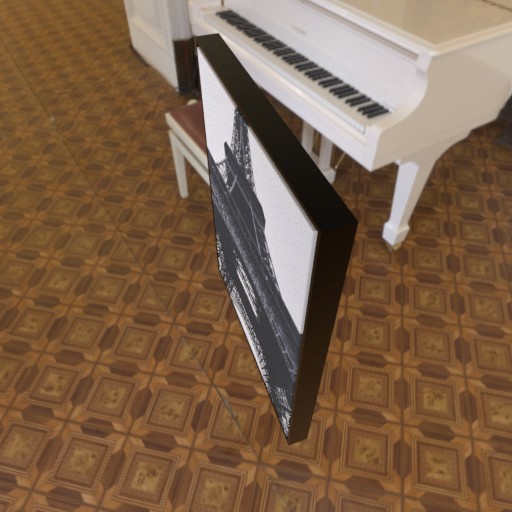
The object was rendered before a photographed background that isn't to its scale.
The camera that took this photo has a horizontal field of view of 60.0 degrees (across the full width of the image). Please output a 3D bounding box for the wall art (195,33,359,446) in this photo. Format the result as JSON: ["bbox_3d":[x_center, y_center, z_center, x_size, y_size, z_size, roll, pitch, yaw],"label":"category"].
[{"bbox_3d":[0.000,0.000,0.750,0.039,0.553,0.451,-15,50,-13],"label":"wall art"}]
